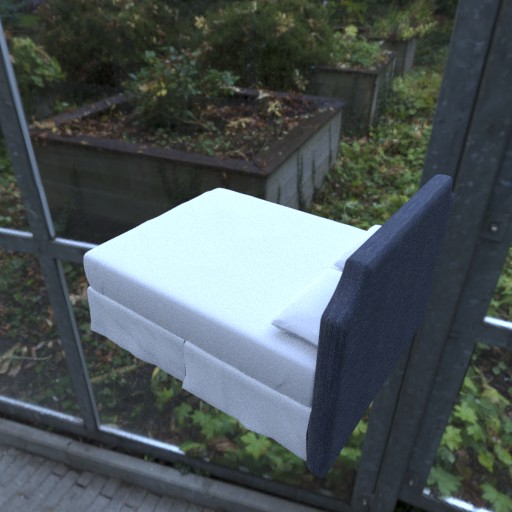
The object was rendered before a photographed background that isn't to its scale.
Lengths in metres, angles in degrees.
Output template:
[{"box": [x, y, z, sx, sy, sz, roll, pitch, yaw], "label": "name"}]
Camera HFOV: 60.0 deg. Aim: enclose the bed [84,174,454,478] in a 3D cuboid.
[{"box": [0.000, 0.000, 3.163, 2.116, 1.290, 1.693, 21, 37, 30], "label": "bed"}]
